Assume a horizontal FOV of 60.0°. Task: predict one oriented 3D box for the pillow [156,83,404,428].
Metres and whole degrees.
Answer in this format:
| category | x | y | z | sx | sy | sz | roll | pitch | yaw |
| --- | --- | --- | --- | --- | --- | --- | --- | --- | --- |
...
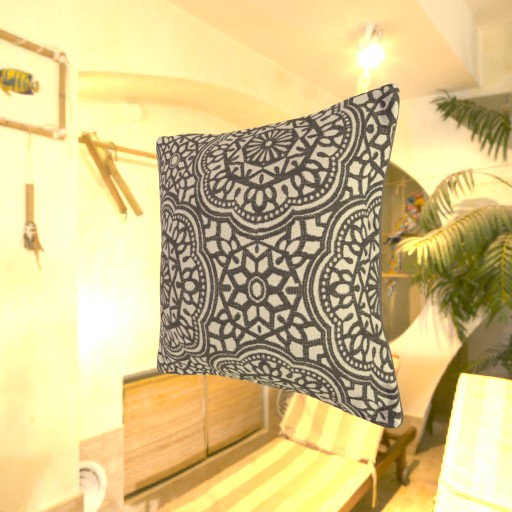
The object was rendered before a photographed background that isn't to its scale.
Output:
| category | x | y | z | sx | sy | sz | roll | pitch | yaw |
| --- | --- | --- | --- | --- | --- | --- | --- | --- | --- |
| pillow | 0.000 | 0.000 | 0.657 | 0.436 | 0.417 | 0.148 | 0 | 1 | 36 |
